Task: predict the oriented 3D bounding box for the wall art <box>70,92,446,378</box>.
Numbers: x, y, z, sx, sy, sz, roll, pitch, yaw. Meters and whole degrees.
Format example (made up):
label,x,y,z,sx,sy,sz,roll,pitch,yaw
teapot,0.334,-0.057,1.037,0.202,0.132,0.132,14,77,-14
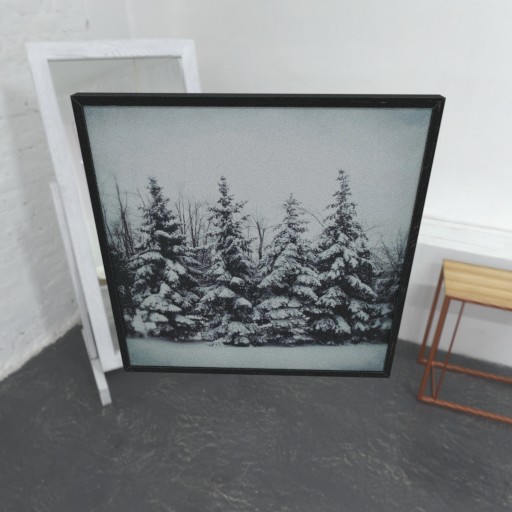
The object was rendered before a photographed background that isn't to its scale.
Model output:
label,x,y,z,sx,sy,sz,roll,pitch,yaw
wall art,0.000,0.000,1.099,0.761,0.761,0.037,1,29,2
